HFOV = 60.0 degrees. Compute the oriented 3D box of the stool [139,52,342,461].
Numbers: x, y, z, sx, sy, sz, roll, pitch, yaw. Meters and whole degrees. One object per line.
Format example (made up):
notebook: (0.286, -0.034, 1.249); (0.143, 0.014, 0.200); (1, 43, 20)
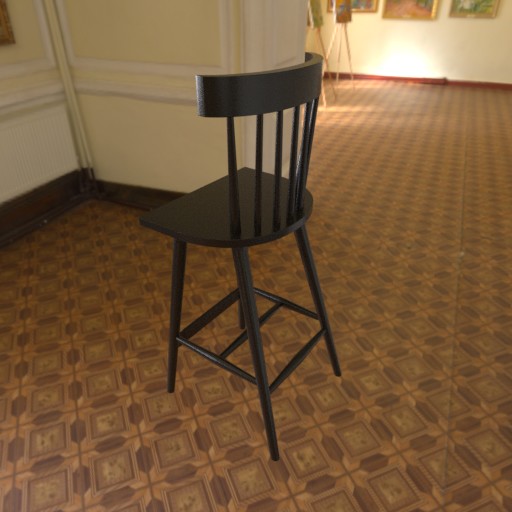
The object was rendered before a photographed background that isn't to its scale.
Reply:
stool: (0.000, 0.000, 1.347); (0.483, 1.092, 0.482); (21, 37, 30)
